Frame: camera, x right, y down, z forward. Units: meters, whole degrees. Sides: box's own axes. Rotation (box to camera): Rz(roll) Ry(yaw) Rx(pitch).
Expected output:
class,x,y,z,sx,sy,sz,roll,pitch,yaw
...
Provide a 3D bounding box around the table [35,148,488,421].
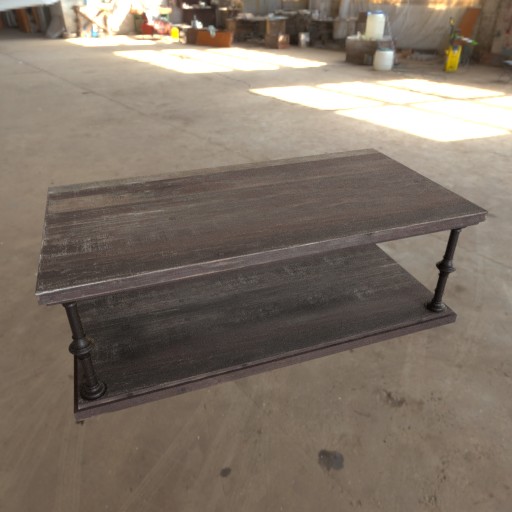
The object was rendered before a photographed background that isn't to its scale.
class,x,y,z,sx,sy,sz,roll,pitch,yaw
table,0.000,0.000,1.320,1.088,0.373,0.554,-10,33,-16
